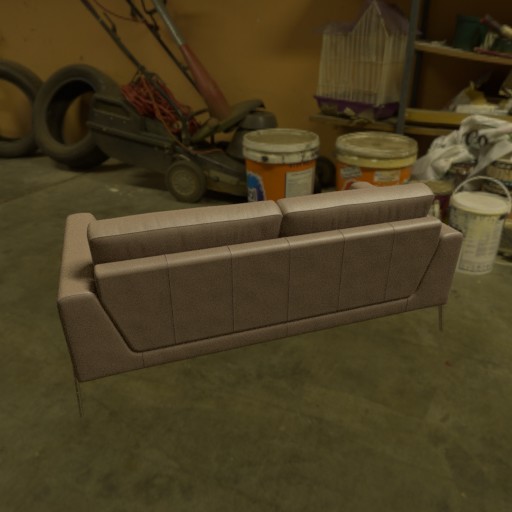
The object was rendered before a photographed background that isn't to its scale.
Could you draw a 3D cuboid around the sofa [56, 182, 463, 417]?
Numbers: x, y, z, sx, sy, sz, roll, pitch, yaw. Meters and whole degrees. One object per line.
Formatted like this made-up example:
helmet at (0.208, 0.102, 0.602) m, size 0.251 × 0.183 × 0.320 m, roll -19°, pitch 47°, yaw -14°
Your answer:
sofa at (0.000, 0.000, 2.508) m, size 2.017 × 0.875 × 0.953 m, roll -9°, pitch 28°, yaw -17°
